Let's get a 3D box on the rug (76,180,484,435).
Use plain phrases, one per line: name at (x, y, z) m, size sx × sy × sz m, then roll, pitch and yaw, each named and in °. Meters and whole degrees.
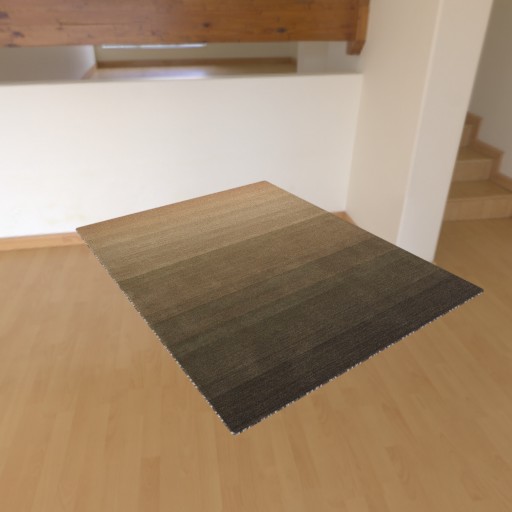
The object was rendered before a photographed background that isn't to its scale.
rug at (0.000, 0.000, 3.880) m, size 2.306 × 0.017 × 2.902 m, roll -19°, pitch 35°, yaw -30°
